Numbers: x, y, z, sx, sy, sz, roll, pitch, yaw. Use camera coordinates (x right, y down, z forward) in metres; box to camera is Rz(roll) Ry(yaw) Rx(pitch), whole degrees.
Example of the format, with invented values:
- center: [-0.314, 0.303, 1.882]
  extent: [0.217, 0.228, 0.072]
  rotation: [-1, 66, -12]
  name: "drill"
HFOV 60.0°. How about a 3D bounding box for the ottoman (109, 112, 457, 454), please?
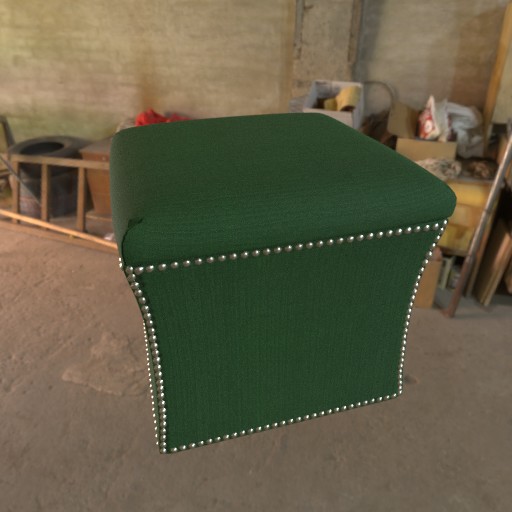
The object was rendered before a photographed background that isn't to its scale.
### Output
- center: [0.000, 0.000, 0.890]
  extent: [0.507, 0.475, 0.497]
  rotation: [-8, 32, -14]
  name: "ottoman"
